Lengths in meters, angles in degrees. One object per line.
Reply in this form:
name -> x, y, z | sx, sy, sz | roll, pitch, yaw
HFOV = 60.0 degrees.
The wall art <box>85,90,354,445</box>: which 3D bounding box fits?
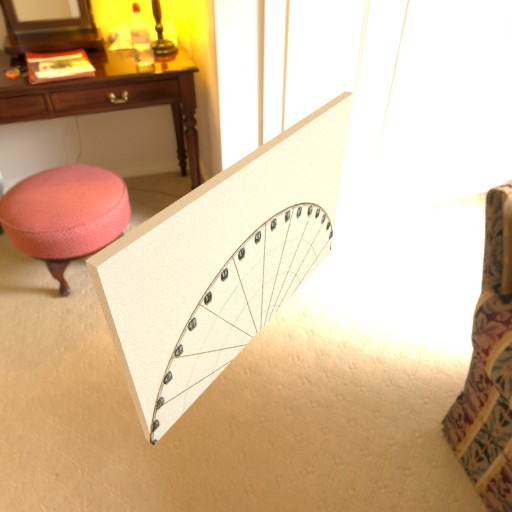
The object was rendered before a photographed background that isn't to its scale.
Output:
wall art -> 0.000, 0.000, 1.503 | 0.038, 0.767, 1.144 | 26, 47, 26
